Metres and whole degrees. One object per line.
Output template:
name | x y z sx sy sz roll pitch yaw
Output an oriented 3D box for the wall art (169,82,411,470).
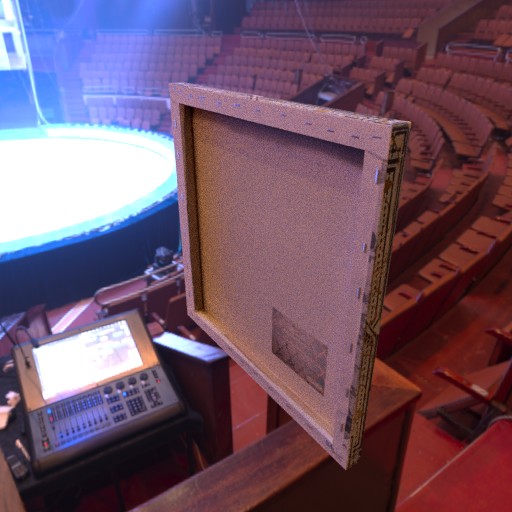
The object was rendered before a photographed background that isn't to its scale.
wall art | 0.000 0.000 0.891 0.036 0.607 0.609 -18 32 -31
